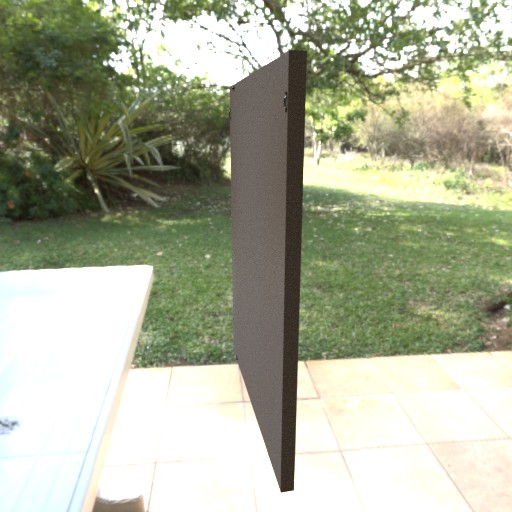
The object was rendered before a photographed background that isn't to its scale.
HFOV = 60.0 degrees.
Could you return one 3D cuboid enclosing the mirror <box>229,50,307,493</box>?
[{"bbox_3d":[0.000,0.000,1.329,0.040,1.016,0.762,-3,16,-11],"label":"mirror"}]
